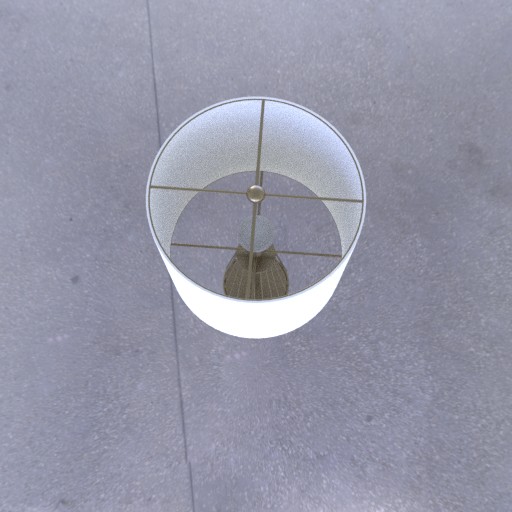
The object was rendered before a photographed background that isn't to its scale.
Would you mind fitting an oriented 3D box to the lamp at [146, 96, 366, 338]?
[{"bbox_3d":[0.000,0.000,0.814,0.303,0.618,0.303,0,76,0],"label":"lamp"}]
